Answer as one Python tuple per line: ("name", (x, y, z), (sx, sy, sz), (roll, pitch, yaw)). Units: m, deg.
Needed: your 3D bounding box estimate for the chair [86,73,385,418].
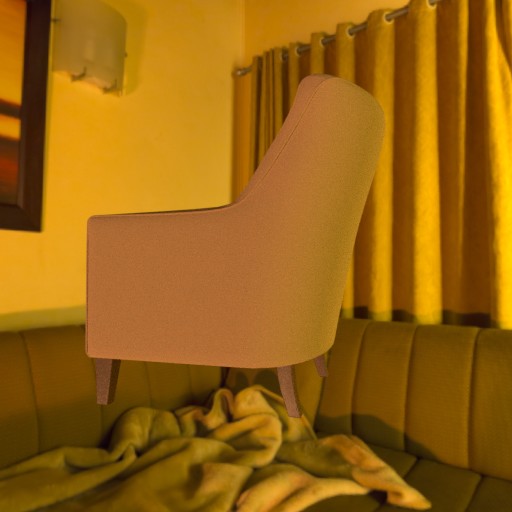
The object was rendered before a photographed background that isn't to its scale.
("chair", (0.000, 0.000, 1.553), (0.879, 0.916, 0.756), (-1, -2, 18))
